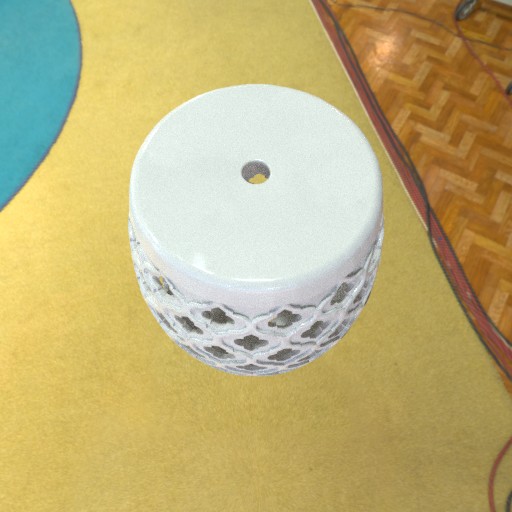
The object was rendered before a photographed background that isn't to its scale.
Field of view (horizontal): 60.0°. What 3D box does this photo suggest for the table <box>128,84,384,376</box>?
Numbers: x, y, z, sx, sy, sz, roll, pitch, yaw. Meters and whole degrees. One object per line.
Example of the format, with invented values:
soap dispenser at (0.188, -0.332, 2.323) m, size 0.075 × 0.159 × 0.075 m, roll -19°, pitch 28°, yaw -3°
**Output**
table at (0.000, 0.000, 0.627) m, size 0.325 × 0.388 × 0.325 m, roll 0°, pitch 64°, yaw 0°
